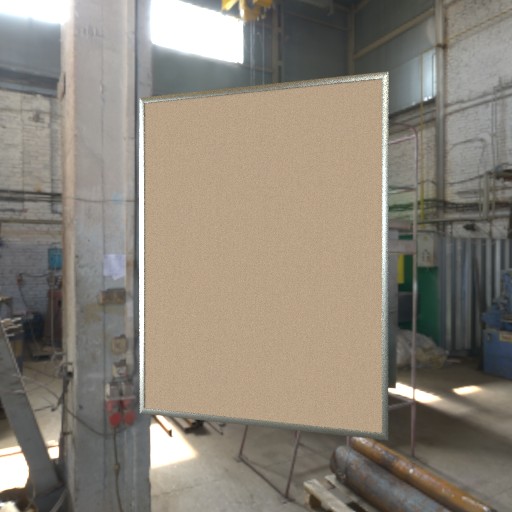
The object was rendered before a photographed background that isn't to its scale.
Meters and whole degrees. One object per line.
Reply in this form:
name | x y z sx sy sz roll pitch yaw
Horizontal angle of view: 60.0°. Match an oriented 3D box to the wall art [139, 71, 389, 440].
wall art | 0.000 0.000 1.403 0.803 1.062 0.041 0 0 16
